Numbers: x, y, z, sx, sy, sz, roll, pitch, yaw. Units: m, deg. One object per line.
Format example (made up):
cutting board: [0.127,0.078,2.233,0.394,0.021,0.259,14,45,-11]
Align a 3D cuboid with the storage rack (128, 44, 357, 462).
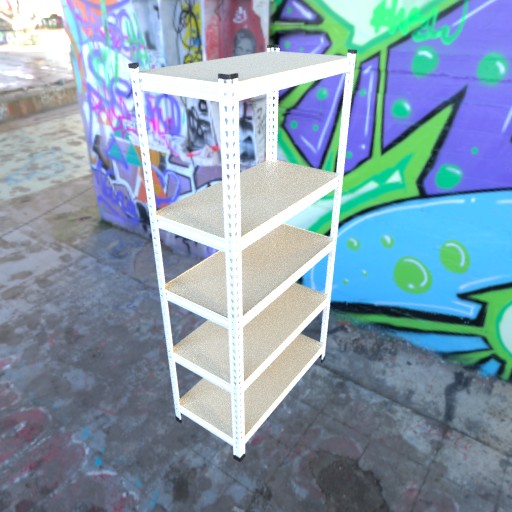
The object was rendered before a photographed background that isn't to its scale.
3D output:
storage rack: [0.000,0.000,2.212,0.457,1.829,0.914,20,36,30]
